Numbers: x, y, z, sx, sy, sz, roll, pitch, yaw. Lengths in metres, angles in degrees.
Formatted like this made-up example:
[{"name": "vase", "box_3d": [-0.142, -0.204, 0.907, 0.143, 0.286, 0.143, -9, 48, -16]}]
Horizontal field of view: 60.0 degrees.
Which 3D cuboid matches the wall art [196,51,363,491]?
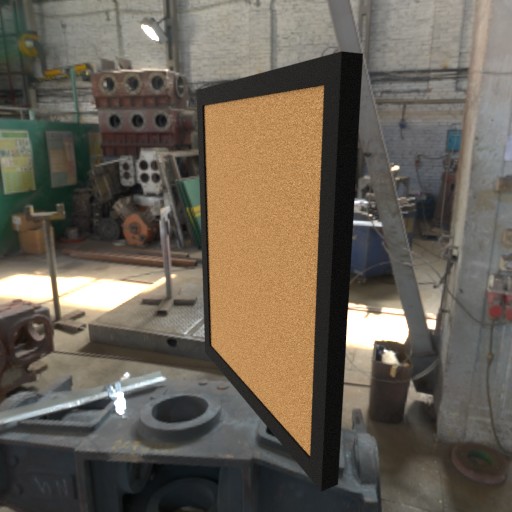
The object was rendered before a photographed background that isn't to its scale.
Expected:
[{"name": "wall art", "box_3d": [0.000, 0.000, 0.741, 0.029, 0.559, 0.457, -7, 17, -26]}]
